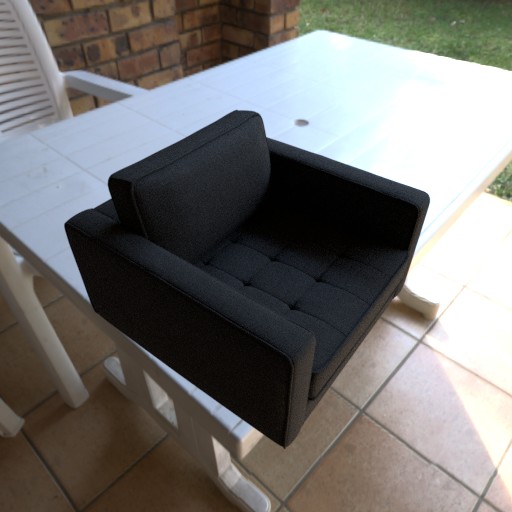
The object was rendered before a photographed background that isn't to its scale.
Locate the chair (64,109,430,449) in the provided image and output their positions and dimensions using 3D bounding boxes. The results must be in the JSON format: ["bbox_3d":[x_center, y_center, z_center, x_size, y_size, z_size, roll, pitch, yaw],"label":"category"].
[{"bbox_3d":[0.000,0.000,1.614,0.919,0.770,0.899,27,48,27],"label":"chair"}]
